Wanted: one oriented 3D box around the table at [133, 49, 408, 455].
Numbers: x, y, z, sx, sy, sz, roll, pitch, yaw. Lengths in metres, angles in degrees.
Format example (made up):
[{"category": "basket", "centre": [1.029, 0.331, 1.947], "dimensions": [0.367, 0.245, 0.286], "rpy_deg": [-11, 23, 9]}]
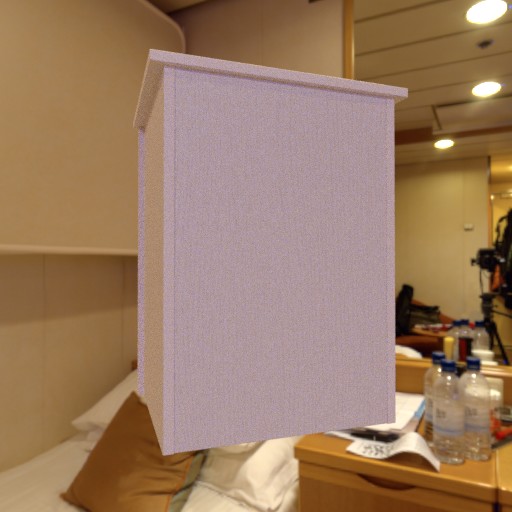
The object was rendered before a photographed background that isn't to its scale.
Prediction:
[{"category": "table", "centre": [0.000, 0.000, 0.940], "dimensions": [0.480, 0.635, 0.381], "rpy_deg": [0, -1, -19]}]
